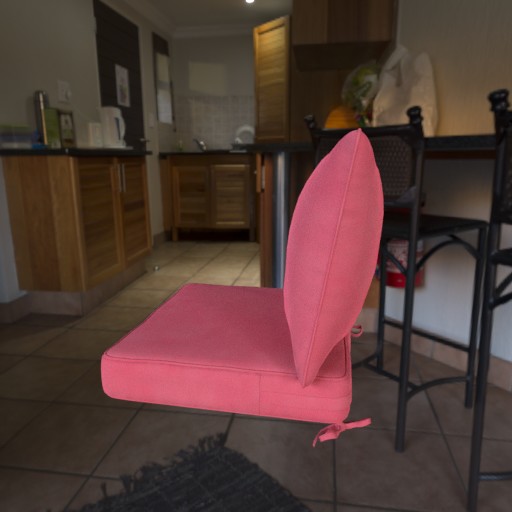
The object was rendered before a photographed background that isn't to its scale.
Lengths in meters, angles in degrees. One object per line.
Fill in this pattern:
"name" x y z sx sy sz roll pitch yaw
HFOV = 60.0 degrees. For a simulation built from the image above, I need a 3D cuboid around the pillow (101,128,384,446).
"pillow" 0.000 0.000 1.367 0.733 0.725 0.798 3 14 11
